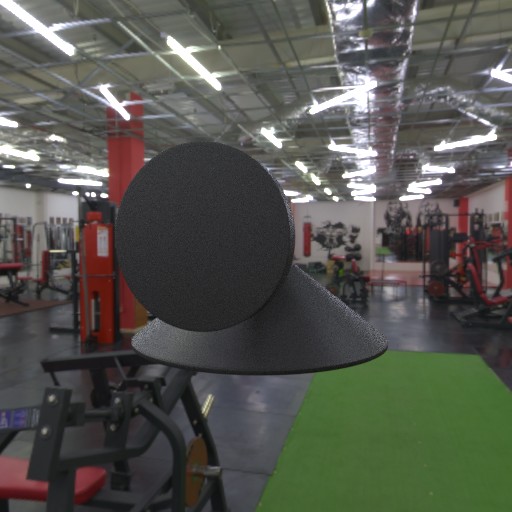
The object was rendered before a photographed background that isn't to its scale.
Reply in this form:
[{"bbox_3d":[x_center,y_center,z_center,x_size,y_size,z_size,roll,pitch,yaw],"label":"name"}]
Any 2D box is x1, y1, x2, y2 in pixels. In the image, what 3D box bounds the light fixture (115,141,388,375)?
[{"bbox_3d":[0.000,0.000,0.690,0.396,0.265,0.434,1,2,17],"label":"light fixture"}]
